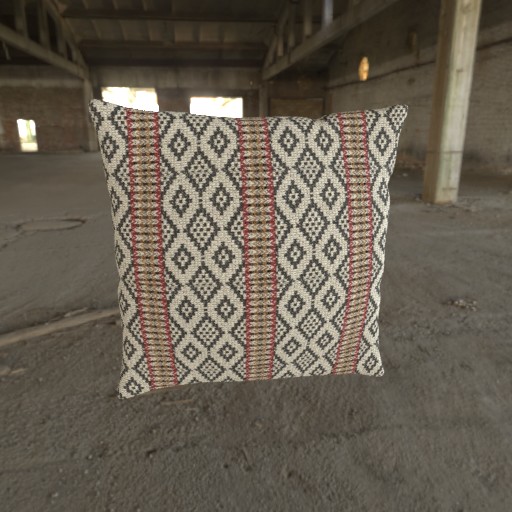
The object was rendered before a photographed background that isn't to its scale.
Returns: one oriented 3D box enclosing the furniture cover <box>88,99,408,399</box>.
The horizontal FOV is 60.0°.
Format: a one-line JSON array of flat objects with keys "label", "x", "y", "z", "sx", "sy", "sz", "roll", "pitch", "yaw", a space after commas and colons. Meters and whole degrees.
[{"label": "furniture cover", "x": 0.000, "y": 0.000, "z": 0.764, "sx": 0.503, "sy": 0.506, "sz": 0.182, "roll": -2, "pitch": 16, "yaw": -8}]
